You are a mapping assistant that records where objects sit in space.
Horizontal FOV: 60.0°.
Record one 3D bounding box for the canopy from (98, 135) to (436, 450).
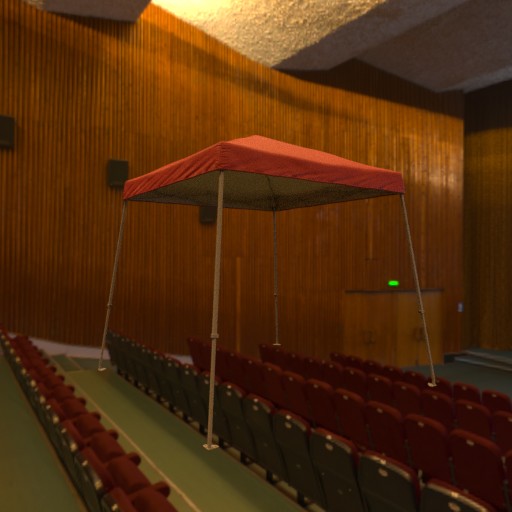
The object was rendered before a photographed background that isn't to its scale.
[{"bbox_3d":[0.000,0.000,6.596,3.599,3.600,3.600,0,0,-35],"label":"canopy"}]
